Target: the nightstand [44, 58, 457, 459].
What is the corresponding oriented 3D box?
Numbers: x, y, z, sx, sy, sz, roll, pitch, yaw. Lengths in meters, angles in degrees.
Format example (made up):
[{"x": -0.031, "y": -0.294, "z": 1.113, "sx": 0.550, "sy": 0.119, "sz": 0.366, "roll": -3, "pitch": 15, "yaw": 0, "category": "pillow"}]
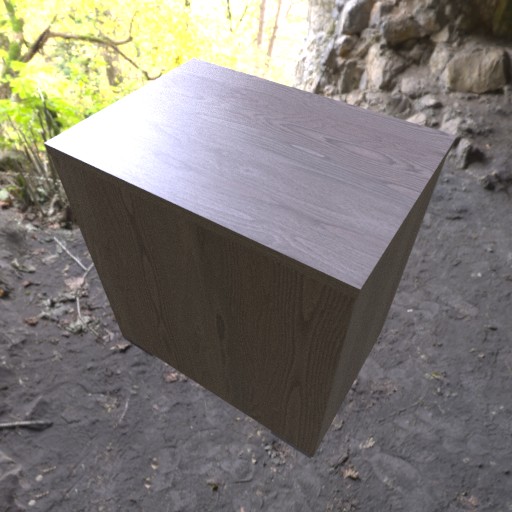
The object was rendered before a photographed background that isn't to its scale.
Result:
[{"x": 0.000, "y": 0.000, "z": 0.751, "sx": 0.442, "sy": 0.461, "sz": 0.325, "roll": 26, "pitch": 52, "yaw": 22, "category": "nightstand"}]
